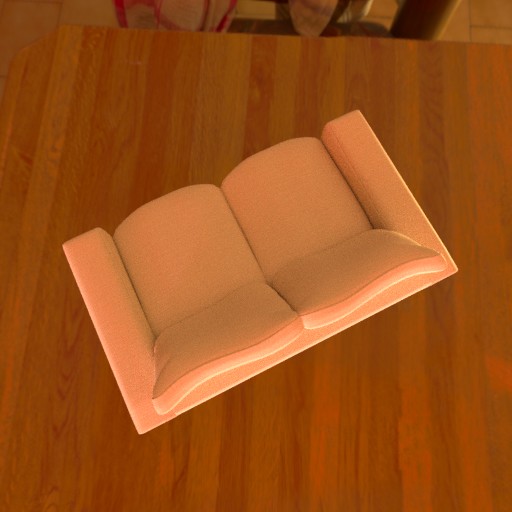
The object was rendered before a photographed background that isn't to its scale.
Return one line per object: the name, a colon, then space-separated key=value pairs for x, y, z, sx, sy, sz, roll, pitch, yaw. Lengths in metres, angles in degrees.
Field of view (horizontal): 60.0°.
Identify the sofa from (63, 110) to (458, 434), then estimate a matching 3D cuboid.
sofa: x=0.000 y=0.000 z=2.348 sx=1.754 sy=0.875 sz=1.091 roll=-26 pitch=77 yaw=-6
